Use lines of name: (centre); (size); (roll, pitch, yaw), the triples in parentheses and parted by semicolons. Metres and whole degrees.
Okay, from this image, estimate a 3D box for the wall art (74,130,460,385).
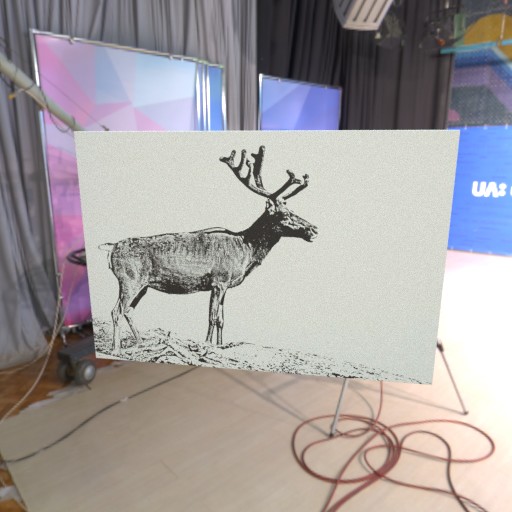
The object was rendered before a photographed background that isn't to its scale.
wall art: (0.000, 0.000, 0.762); (0.608, 0.414, 0.042); (2, 15, 9)
